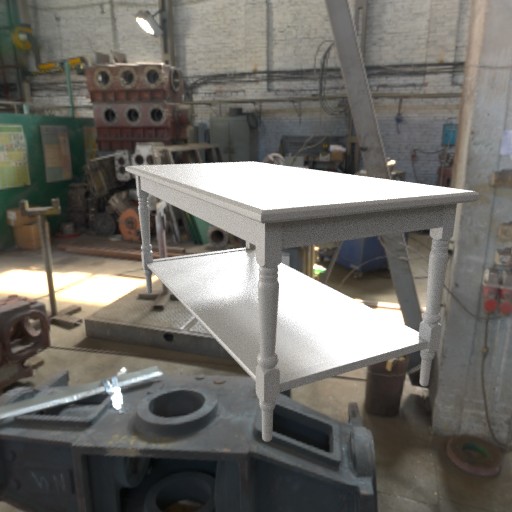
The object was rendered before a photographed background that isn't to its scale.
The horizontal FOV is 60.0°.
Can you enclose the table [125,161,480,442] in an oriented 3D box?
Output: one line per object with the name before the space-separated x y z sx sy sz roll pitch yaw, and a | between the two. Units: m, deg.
table | 0.000 0.000 1.404 0.551 0.506 1.109 -8 18 -26
